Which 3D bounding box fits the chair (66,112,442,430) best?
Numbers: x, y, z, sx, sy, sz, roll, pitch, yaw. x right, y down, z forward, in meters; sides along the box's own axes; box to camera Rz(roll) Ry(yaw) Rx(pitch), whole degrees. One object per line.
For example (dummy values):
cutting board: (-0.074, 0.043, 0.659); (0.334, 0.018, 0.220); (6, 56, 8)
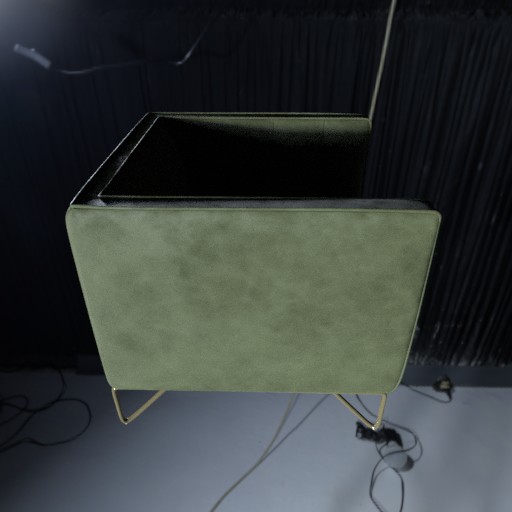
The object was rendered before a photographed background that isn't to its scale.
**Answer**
chair: (0.000, 0.000, 1.567); (0.894, 0.790, 0.880); (0, 32, 1)
